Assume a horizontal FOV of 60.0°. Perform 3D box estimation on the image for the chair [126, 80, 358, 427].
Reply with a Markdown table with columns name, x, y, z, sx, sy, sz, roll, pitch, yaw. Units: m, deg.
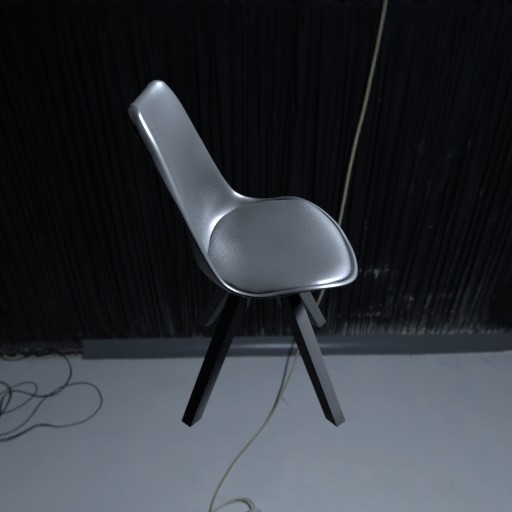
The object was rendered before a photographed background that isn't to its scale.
| name | x | y | z | sx | sy | sz | roll | pitch | yaw |
| --- | --- | --- | --- | --- | --- | --- | --- | --- | --- |
| chair | 0.000 | 0.000 | 1.191 | 0.530 | 0.850 | 0.485 | 0 | 33 | 0 |
